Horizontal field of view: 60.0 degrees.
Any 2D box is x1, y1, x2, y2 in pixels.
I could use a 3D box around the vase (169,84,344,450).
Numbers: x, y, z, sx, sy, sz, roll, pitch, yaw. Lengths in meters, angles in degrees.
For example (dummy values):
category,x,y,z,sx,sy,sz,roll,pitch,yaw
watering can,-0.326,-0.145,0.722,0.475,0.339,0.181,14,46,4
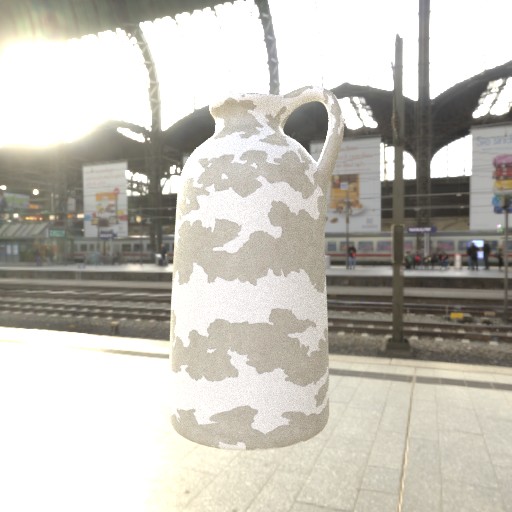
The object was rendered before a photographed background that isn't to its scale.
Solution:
category,x,y,z,sx,sy,sz,roll,pitch,yaw
vase,0.000,0.000,0.517,0.203,0.382,0.186,0,1,19
